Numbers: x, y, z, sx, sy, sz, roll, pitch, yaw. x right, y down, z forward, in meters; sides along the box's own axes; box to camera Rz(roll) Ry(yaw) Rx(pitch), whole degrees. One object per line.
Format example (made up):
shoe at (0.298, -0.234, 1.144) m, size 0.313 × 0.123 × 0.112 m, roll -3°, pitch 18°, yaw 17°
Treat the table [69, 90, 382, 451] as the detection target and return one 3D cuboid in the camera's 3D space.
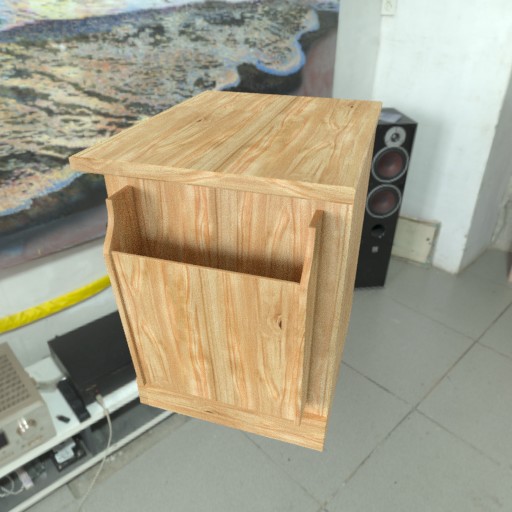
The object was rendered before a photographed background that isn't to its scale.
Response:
table at (0.000, 0.000, 0.868) m, size 0.380 × 0.515 × 0.530 m, roll 9°, pitch 32°, yaw 15°
